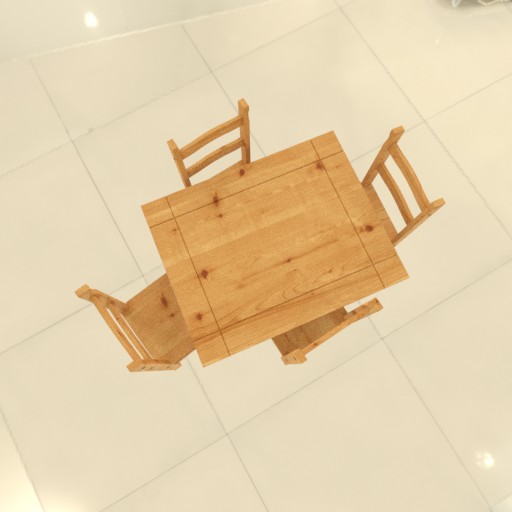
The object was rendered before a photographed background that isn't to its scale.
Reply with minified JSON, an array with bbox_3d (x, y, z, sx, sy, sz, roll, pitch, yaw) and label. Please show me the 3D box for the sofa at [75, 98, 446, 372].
[{"bbox_3d":[0.000,0.000,2.277,1.529,1.000,1.144,-23,77,-5],"label":"sofa"}]
